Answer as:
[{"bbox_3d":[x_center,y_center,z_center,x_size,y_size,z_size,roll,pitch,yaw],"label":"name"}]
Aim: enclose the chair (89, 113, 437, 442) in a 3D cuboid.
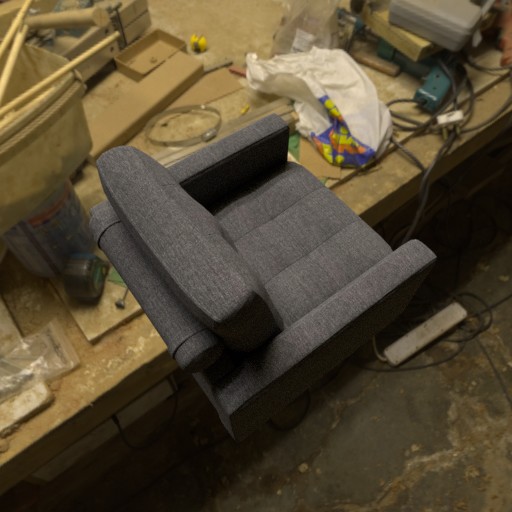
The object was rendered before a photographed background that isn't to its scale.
[{"bbox_3d":[0.000,0.000,1.503,0.843,0.880,0.821,-33,64,-18],"label":"chair"}]
